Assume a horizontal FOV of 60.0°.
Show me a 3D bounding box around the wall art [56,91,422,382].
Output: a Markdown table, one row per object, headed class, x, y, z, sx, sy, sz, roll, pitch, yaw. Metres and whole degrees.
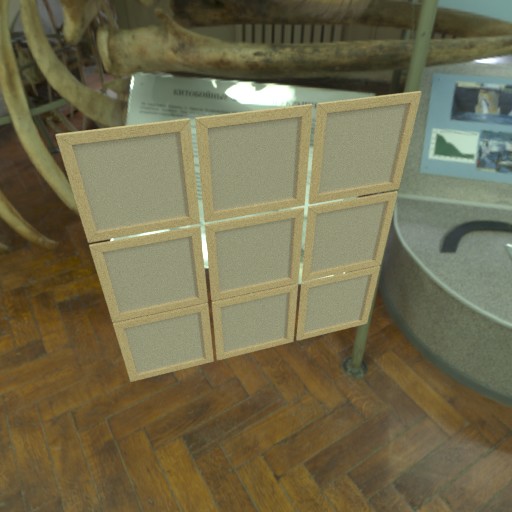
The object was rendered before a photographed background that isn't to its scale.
| class | x | y | z | sx | sy | sz | roll | pitch | yaw |
| --- | --- | --- | --- | --- | --- | --- | --- | --- | --- |
| wall art | 0.000 | 0.000 | 2.257 | 1.519 | 1.507 | 0.014 | -11 | 41 | -13 |
